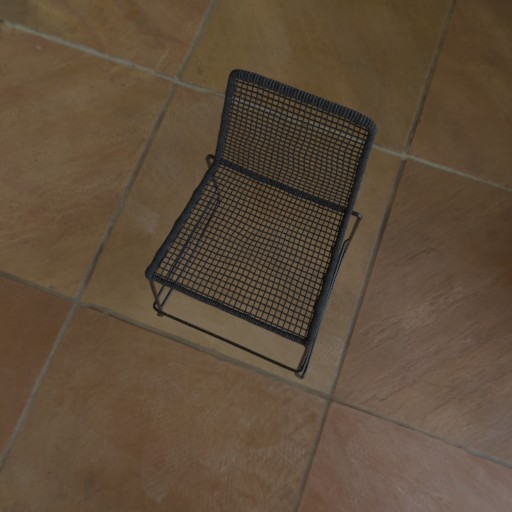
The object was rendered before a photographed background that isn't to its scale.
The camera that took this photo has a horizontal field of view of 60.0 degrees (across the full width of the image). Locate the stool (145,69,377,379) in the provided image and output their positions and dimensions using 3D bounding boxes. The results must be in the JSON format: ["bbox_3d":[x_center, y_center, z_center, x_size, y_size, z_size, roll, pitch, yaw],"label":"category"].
[{"bbox_3d":[0.000,0.000,1.238,0.590,0.905,0.509,23,77,5],"label":"stool"}]
